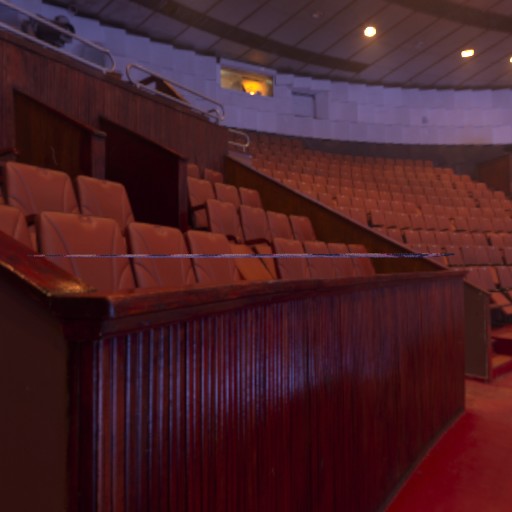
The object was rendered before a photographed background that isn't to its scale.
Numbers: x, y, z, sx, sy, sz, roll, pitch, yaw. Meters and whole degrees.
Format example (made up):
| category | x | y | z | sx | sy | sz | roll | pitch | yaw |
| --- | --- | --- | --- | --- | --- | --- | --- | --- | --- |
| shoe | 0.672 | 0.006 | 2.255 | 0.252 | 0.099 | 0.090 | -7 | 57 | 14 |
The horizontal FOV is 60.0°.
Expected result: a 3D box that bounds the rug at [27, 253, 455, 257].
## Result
| category | x | y | z | sx | sy | sz | roll | pitch | yaw |
| --- | --- | --- | --- | --- | --- | --- | --- | --- | --- |
| rug | 0.000 | 0.000 | 2.925 | 2.311 | 0.010 | 1.522 | 0 | -1 | 20 |
